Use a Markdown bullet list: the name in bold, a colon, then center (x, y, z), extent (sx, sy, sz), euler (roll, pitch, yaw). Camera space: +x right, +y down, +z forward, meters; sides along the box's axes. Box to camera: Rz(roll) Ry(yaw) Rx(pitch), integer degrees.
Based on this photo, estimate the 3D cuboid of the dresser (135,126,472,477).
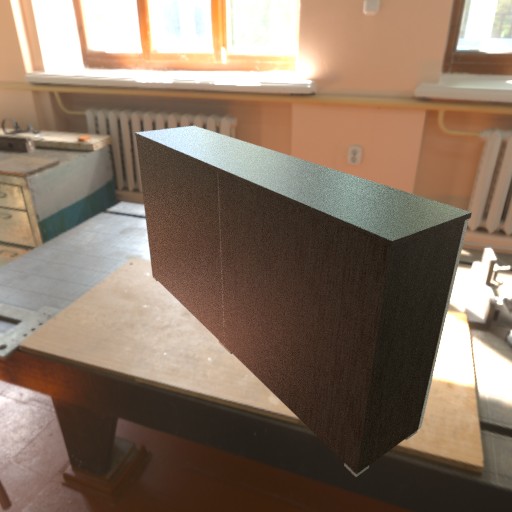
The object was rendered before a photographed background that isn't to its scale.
- **dresser**: center (0.000, 0.000, 1.818), extent (0.333, 0.790, 1.535), euler (-17, 31, -31)
